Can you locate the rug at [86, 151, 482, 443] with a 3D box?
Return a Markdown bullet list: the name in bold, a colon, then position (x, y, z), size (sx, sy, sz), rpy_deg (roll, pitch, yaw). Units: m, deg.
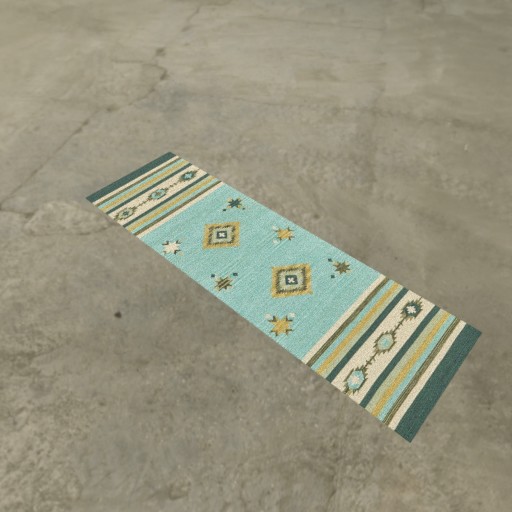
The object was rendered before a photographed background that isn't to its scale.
- **rug**: position (0.000, 0.000, 2.637), size (2.441, 0.010, 0.744), rpy_deg (33, 55, 27)
